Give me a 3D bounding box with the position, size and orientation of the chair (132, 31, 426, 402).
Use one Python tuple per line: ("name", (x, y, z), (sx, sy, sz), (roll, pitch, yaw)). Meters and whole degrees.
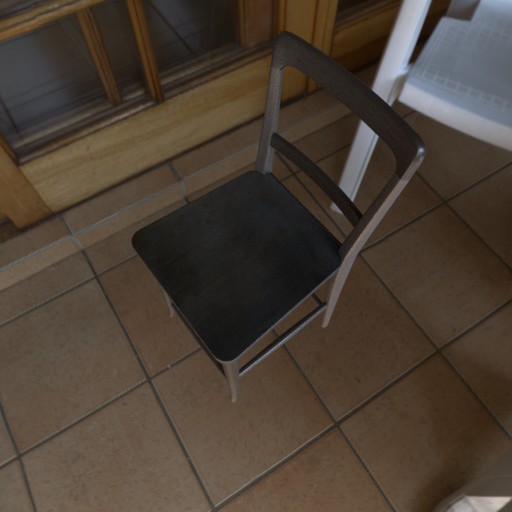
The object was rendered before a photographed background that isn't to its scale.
("chair", (0.000, 0.000, 1.281), (0.546, 0.991, 0.450), (-35, 68, -16))
